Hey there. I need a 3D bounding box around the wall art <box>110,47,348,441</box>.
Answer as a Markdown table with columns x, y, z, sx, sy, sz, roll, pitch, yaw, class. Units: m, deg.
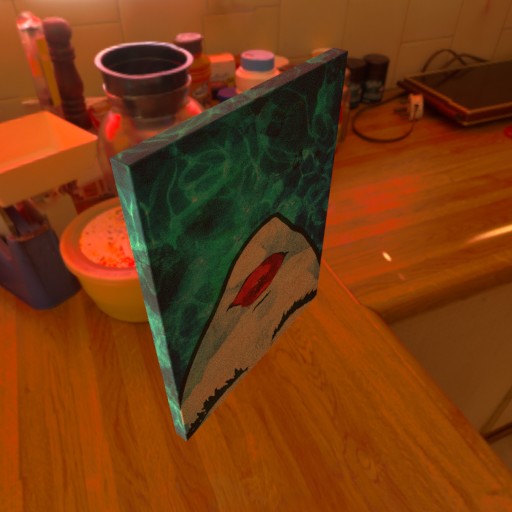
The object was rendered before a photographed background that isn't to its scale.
| x | y | z | sx | sy | sz | roll | pitch | yaw | class |
| --- | --- | --- | --- | --- | --- | --- | --- | --- | --- |
| 0.000 | 0.000 | 1.024 | 0.038 | 0.760 | 0.609 | 26 | 48 | 27 | wall art |
